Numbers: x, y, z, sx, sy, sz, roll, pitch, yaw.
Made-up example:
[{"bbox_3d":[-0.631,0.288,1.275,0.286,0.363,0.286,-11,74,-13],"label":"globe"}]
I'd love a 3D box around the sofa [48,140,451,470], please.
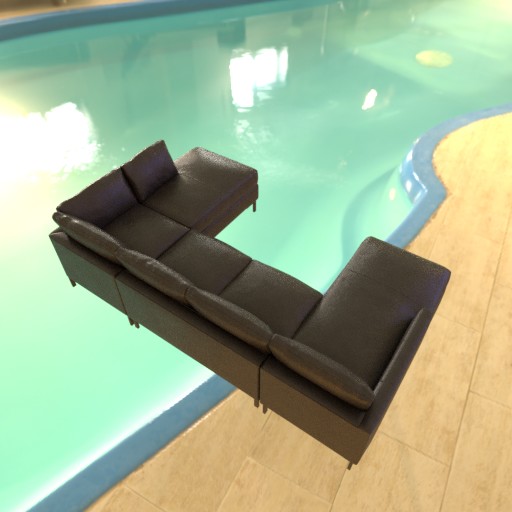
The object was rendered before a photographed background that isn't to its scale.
[{"bbox_3d":[0.000,0.000,3.801,2.956,0.900,1.939,26,51,23],"label":"sofa"}]
